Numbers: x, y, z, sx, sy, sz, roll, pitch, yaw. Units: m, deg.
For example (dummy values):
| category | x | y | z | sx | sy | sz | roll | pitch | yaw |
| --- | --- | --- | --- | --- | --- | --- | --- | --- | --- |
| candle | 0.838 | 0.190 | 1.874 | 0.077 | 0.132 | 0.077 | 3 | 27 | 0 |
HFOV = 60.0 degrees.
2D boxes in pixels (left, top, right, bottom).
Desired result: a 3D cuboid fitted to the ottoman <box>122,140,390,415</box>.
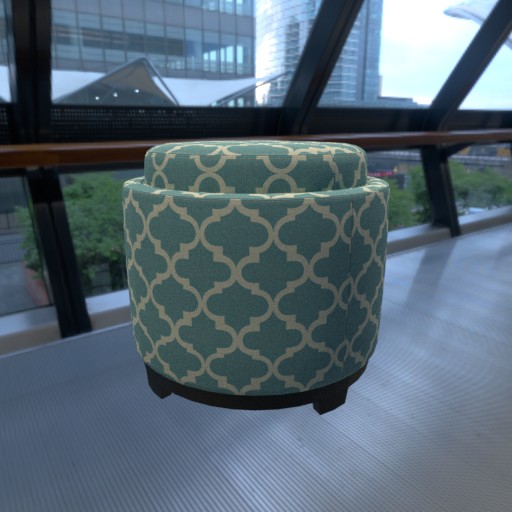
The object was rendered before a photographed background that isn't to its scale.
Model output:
| category | x | y | z | sx | sy | sz | roll | pitch | yaw |
| --- | --- | --- | --- | --- | --- | --- | --- | --- | --- |
| ottoman | 0.000 | 0.000 | 0.853 | 0.480 | 0.429 | 0.480 | 0 | 16 | 0 |
